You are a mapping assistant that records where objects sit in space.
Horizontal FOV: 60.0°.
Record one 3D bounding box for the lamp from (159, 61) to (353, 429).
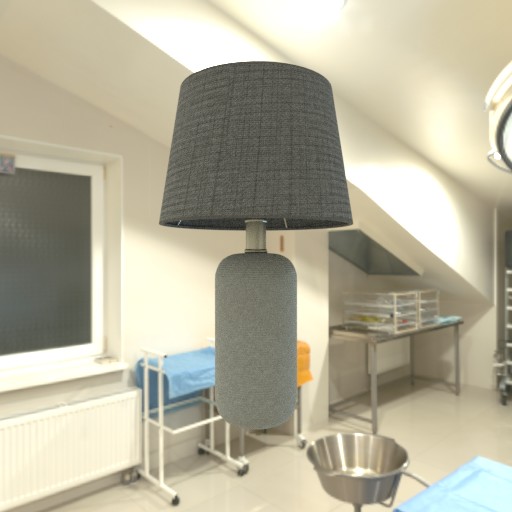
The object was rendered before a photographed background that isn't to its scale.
[{"bbox_3d":[0.000,0.000,0.586,0.251,0.429,0.251,0,0,0],"label":"lamp"}]
